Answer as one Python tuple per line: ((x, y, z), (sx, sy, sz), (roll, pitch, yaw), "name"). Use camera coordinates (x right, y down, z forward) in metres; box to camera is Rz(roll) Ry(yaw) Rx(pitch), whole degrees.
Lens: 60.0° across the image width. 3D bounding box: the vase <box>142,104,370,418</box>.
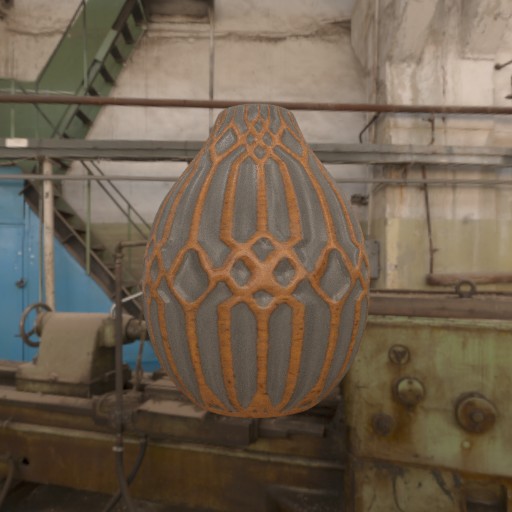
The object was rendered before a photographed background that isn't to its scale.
((0.000, 0.000, 0.139), (0.069, 0.088, 0.069), (0, 0, 0), "vase")
